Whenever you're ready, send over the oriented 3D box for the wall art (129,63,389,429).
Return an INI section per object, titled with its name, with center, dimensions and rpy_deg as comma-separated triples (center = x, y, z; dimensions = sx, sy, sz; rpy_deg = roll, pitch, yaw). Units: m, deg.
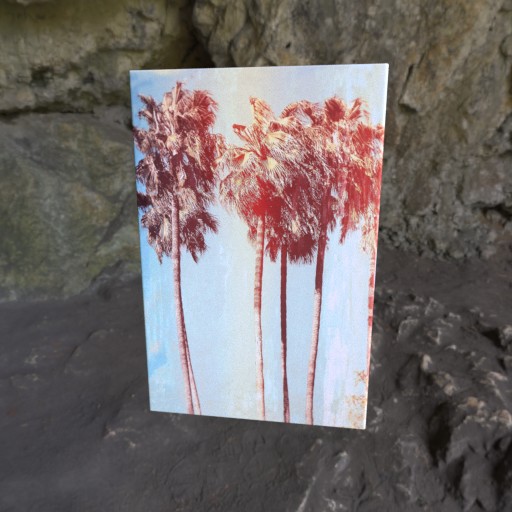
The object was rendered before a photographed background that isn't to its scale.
[wall art]
center = 0.000, 0.000, 0.484
dimensions = 0.251, 0.380, 0.039
rpy_deg = 2, 13, 8
